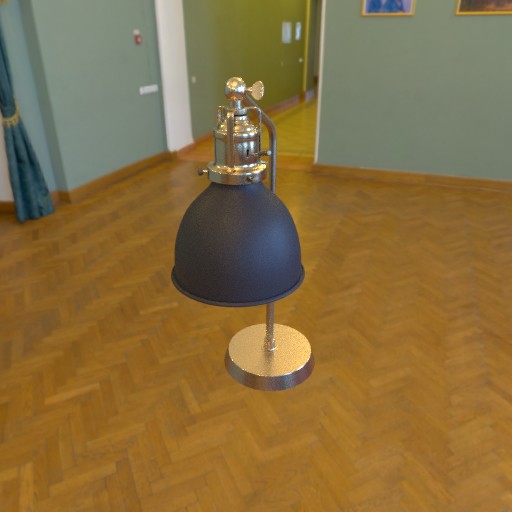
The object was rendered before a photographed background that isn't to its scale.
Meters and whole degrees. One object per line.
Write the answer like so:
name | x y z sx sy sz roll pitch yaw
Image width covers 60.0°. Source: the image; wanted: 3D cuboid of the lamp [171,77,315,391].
lamp | 0.000 0.000 0.594 0.160 0.456 0.291 9 28 17
